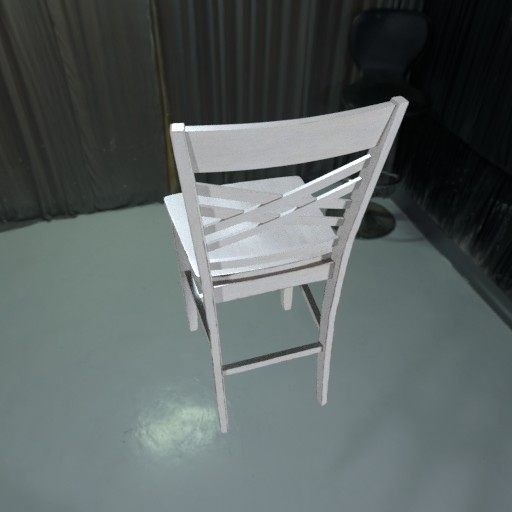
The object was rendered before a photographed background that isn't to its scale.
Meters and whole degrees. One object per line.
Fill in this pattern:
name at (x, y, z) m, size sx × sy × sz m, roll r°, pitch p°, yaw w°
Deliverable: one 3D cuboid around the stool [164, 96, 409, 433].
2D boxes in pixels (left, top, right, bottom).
stool at (0.000, 0.000, 1.333) m, size 0.462 × 1.079 × 0.539 m, roll -11°, pitch 41°, yaw -13°
